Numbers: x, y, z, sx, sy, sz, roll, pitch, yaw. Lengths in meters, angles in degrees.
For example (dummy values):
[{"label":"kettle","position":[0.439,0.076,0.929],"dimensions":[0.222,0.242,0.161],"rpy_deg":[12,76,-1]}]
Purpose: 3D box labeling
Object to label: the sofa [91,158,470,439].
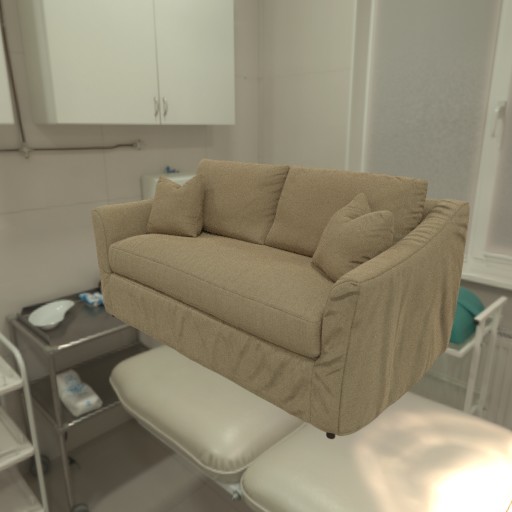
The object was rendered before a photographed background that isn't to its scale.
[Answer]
[{"label":"sofa","position":[0.000,0.000,2.611],"dimensions":[2.010,1.018,1.072],"rpy_deg":[15,22,42]}]
